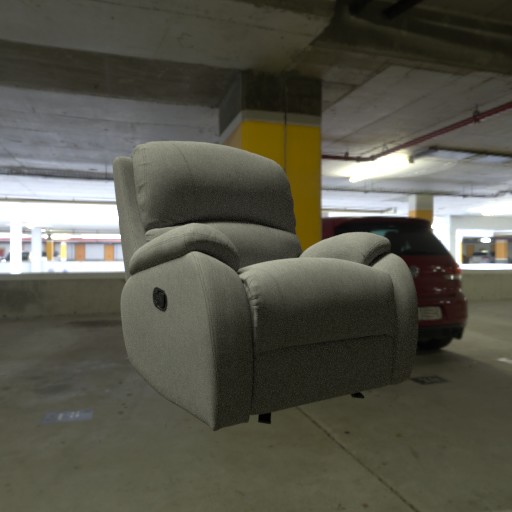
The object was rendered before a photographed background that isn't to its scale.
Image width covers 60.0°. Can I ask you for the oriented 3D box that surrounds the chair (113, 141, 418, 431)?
[{"bbox_3d":[0.000,0.000,1.753,0.930,1.011,0.899,0,0,-35],"label":"chair"}]
